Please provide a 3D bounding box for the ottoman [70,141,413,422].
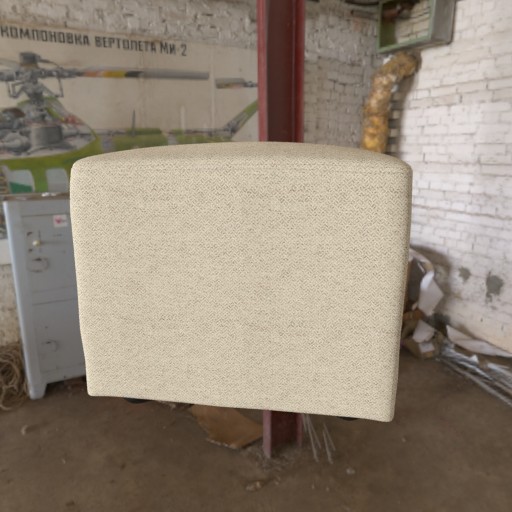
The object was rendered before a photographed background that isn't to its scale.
[{"bbox_3d":[0.000,0.000,0.909,0.512,0.453,0.521,2,14,8],"label":"ottoman"}]
